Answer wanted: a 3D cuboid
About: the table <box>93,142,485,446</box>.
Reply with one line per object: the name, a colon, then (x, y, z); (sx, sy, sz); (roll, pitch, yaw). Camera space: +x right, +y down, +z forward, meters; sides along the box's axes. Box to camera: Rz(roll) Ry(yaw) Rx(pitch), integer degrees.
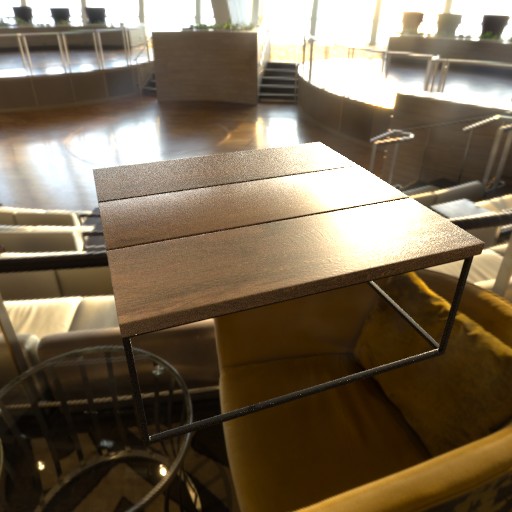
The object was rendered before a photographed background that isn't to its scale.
table: (0.000, 0.000, 1.450); (0.900, 0.400, 0.900); (-11, 33, -17)
